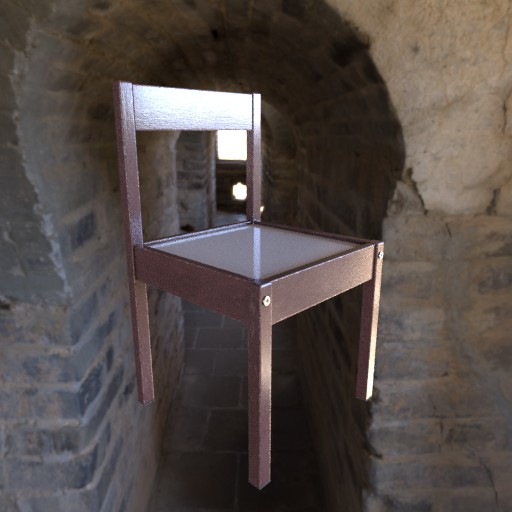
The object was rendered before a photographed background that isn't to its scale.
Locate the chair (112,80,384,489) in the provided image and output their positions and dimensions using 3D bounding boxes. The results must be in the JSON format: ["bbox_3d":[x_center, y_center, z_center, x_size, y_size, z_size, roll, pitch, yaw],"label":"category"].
[{"bbox_3d":[0.000,0.000,0.687,0.285,0.505,0.285,14,21,41],"label":"chair"}]
